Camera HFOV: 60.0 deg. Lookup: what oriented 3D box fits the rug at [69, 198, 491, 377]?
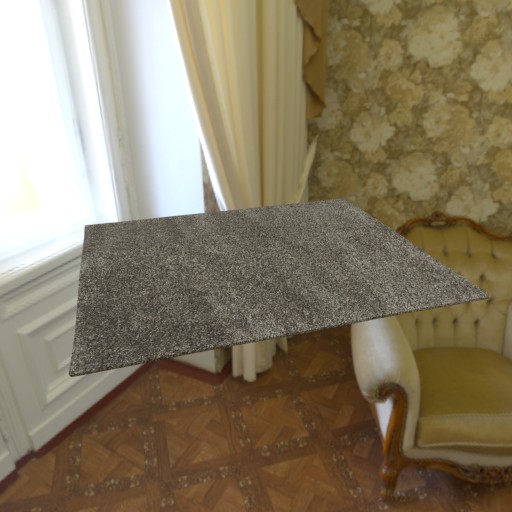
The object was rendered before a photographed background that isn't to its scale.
[{"bbox_3d":[0.000,0.000,3.986,3.000,0.025,2.401,-8,27,-15],"label":"rug"}]
